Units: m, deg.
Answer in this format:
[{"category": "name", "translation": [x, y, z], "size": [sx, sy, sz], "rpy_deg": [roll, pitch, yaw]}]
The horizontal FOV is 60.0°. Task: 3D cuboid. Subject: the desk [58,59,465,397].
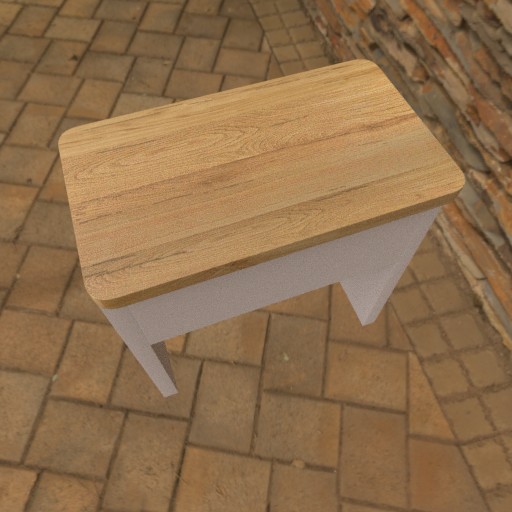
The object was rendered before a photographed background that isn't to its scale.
[{"category": "desk", "translation": [0.000, 0.000, 1.256], "size": [0.760, 0.790, 0.440], "rpy_deg": [-17, 61, -10]}]
